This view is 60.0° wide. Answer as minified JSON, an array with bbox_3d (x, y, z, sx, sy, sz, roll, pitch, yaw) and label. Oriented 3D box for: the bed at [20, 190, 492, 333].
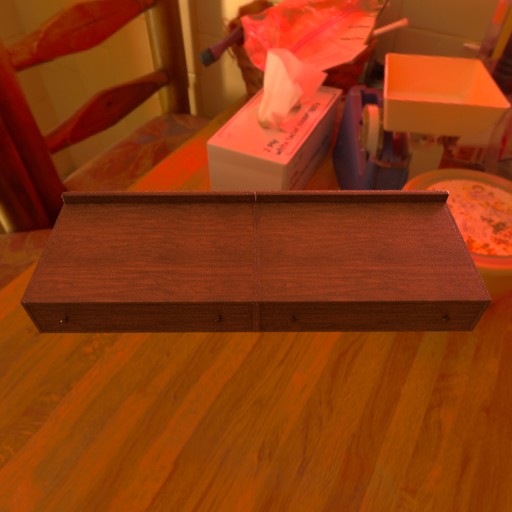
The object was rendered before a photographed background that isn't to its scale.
[{"bbox_3d":[0.000,0.000,2.263,2.057,0.326,0.787,0,47,0],"label":"bed"}]
